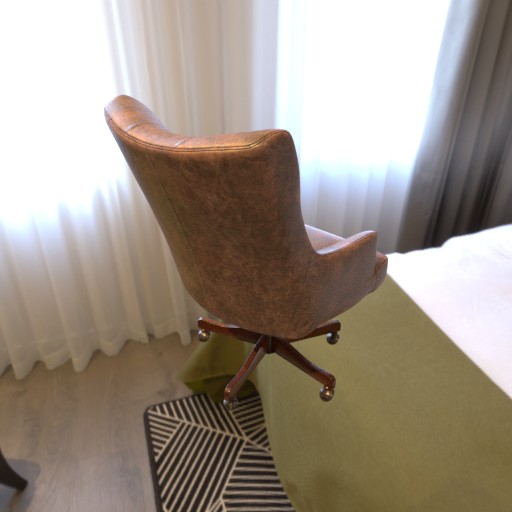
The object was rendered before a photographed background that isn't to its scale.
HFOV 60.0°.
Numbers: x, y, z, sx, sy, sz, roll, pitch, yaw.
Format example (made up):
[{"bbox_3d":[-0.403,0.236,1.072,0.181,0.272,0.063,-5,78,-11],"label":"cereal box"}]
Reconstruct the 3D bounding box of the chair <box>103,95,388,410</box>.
[{"bbox_3d":[0.000,0.000,1.480,0.641,1.035,0.762,23,38,34],"label":"chair"}]
